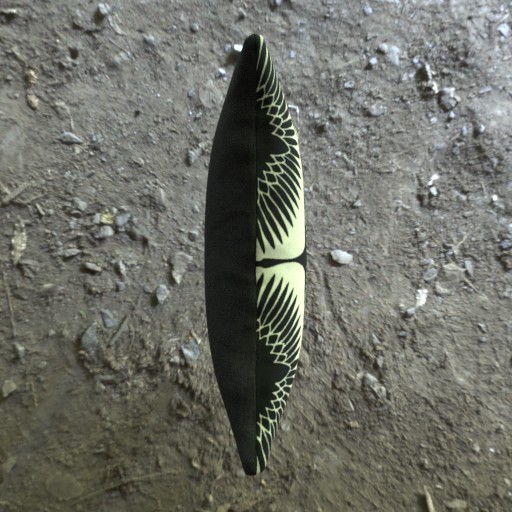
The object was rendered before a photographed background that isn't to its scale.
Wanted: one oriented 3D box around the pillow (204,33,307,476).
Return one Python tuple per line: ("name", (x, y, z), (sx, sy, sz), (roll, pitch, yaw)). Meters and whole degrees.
("pillow", (0.000, 0.000, 0.640), (0.139, 0.432, 0.432), (0, 90, 1))
